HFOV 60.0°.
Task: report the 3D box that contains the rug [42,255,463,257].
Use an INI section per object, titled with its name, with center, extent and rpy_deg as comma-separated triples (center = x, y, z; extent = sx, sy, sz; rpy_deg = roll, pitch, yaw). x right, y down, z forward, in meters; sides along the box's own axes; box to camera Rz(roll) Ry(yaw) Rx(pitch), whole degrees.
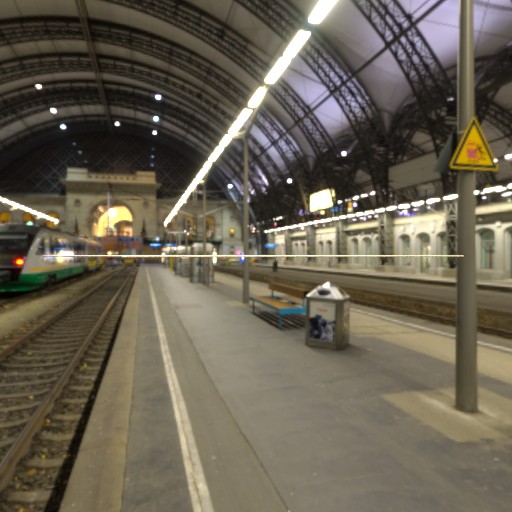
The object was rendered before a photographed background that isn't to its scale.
[rug]
center = 0.000, 0.000, 2.329
extent = 1.850, 0.006, 1.234
rpy_deg = 0, 0, -36
